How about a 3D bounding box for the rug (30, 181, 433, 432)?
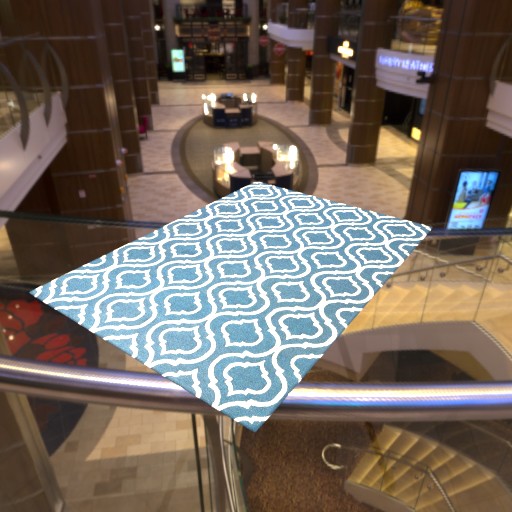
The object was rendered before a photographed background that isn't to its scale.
[{"bbox_3d":[0.000,0.000,4.394,2.438,0.010,3.353,20,36,31],"label":"rug"}]
